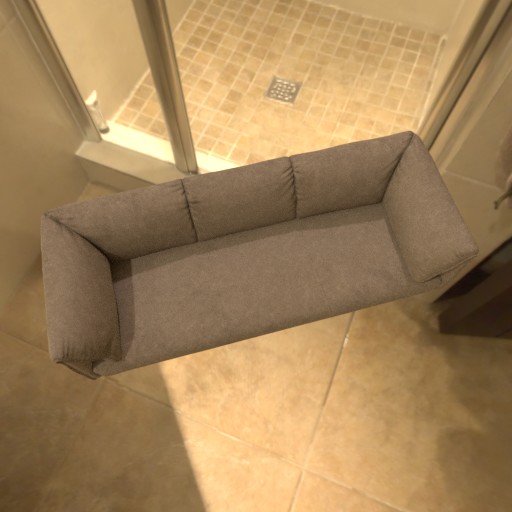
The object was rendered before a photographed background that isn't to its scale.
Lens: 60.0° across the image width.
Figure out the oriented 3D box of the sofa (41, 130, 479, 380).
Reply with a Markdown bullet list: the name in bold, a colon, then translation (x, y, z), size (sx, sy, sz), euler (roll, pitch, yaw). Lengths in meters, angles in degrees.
- **sofa**: translation (0.000, 0.000, 2.647), size (2.238, 0.758, 0.899), euler (-14, 66, -6)
